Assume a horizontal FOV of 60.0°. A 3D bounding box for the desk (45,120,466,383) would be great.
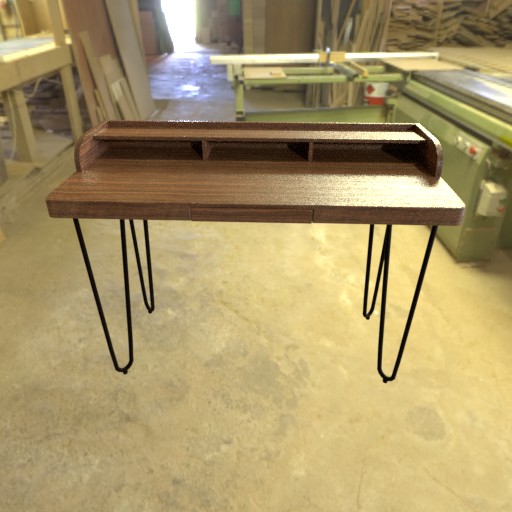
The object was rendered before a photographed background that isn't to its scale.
[{"bbox_3d":[0.000,0.000,1.652,1.200,0.854,0.565,1,30,2],"label":"desk"}]
